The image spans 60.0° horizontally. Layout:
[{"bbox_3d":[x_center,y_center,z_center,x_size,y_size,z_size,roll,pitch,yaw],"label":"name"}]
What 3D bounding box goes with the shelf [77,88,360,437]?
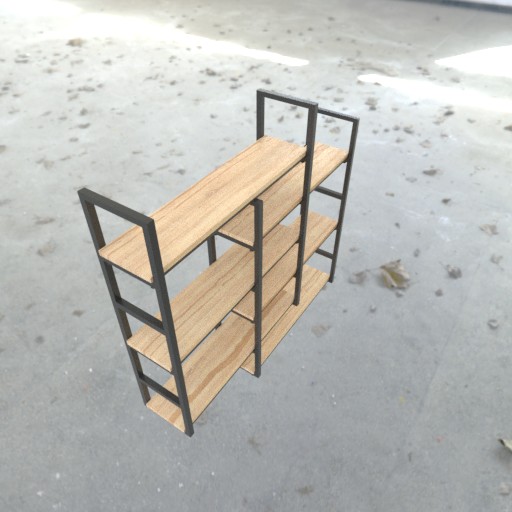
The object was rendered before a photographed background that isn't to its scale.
[{"bbox_3d":[0.000,0.000,1.394,0.183,0.921,0.946,24,47,25],"label":"shelf"}]
